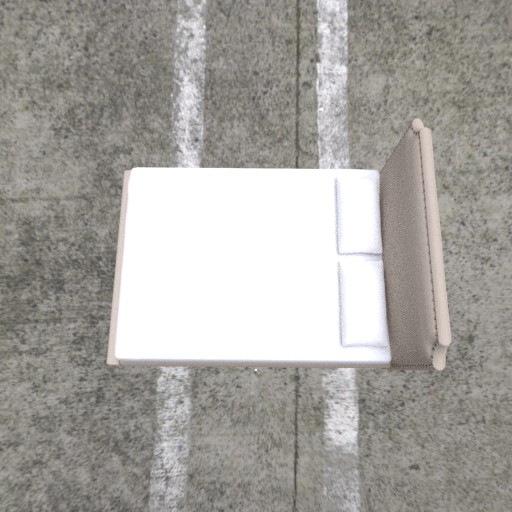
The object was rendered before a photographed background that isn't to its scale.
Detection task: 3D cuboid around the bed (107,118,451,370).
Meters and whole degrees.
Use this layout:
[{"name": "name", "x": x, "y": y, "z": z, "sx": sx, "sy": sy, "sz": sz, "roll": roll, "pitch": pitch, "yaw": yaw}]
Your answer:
[{"name": "bed", "x": 0.000, "y": 0.000, "z": 3.471, "sx": 2.372, "sy": 1.443, "sz": 1.713, "roll": 1, "pitch": 76, "yaw": 0}]
